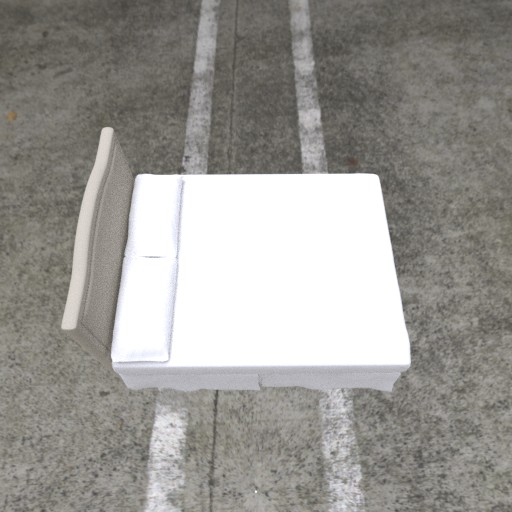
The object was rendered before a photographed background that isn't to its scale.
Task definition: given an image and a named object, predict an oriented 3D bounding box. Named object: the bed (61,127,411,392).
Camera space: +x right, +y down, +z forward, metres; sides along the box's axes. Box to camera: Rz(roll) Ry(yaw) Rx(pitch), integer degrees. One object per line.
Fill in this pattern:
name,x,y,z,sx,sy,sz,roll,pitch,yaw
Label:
bed,0.000,0.000,3.733,2.477,1.437,1.977,0,62,0
